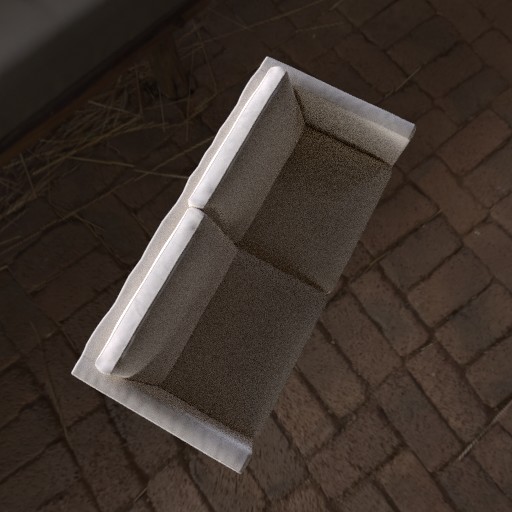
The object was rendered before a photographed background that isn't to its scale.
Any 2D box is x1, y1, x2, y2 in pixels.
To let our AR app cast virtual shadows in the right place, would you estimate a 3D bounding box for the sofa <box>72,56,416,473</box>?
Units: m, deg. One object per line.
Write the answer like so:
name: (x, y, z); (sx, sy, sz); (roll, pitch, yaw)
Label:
sofa: (0.000, 0.000, 2.505); (0.940, 0.870, 1.987); (28, 78, 6)
